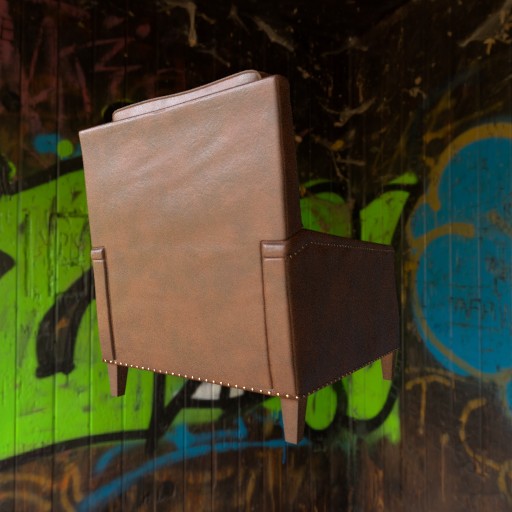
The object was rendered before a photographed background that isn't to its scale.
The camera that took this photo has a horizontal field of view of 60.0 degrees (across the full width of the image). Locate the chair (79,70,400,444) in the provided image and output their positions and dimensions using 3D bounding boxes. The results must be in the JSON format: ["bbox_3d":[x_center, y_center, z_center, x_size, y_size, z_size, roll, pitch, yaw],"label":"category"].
[{"bbox_3d":[0.000,0.000,1.765,0.854,1.054,1.035,-1,-1,35],"label":"chair"}]
